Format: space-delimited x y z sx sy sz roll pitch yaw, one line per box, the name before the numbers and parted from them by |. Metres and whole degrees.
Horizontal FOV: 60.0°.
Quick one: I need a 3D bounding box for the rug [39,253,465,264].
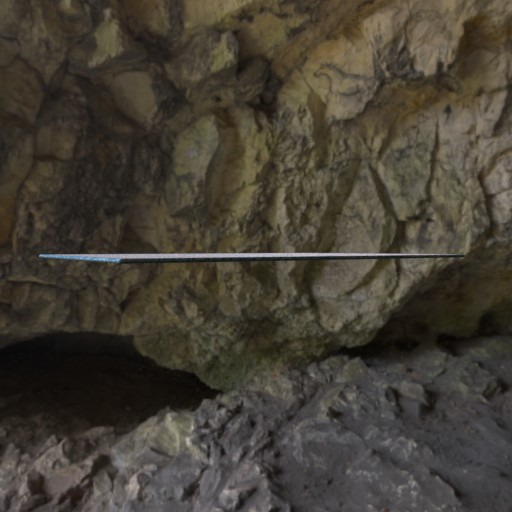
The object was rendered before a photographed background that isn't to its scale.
rug | 0.000 0.000 2.282 1.829 0.016 1.219 -1 1 -36
